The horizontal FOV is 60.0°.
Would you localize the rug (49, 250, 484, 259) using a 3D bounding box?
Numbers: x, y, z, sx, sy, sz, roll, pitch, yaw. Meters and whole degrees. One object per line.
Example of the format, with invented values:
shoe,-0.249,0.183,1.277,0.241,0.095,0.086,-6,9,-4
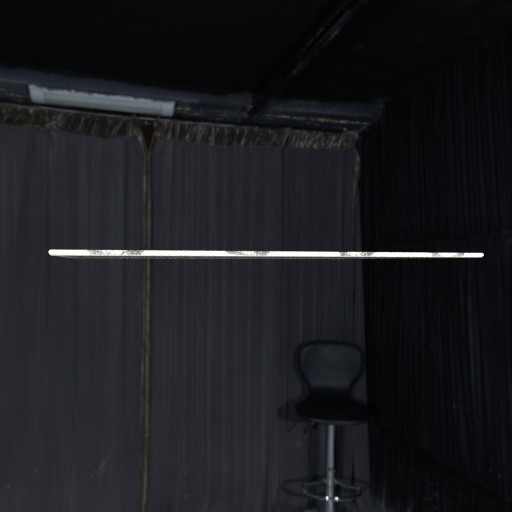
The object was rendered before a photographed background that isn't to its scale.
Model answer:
rug,0.000,0.000,2.945,2.348,0.024,1.501,0,-1,-19
